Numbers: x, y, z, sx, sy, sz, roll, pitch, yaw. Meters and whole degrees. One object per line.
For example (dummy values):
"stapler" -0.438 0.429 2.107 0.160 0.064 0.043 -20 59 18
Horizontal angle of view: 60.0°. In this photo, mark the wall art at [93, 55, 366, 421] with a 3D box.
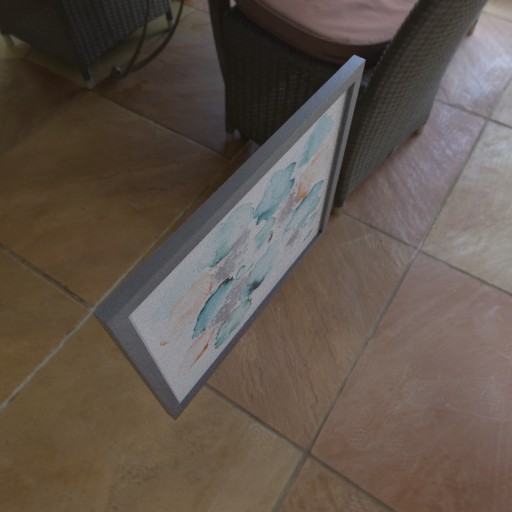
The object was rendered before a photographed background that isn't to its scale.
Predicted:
"wall art" 0.000 0.000 0.928 0.026 0.558 0.660 32 63 18
